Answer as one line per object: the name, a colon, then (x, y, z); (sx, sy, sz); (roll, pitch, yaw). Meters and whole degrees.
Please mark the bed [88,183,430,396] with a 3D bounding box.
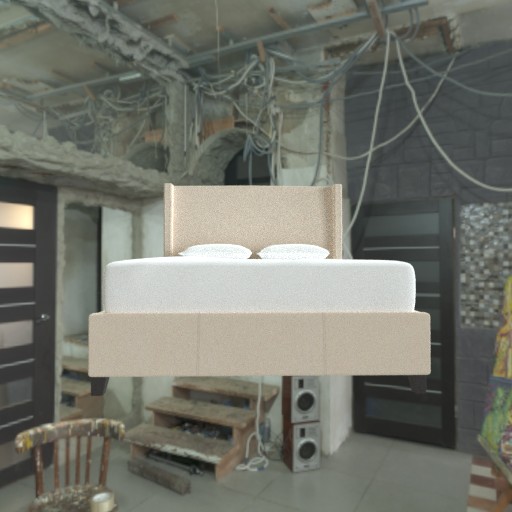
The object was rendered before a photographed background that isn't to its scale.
bed: (0.000, 0.000, 3.433); (1.778, 1.471, 2.293); (0, -1, -1)
